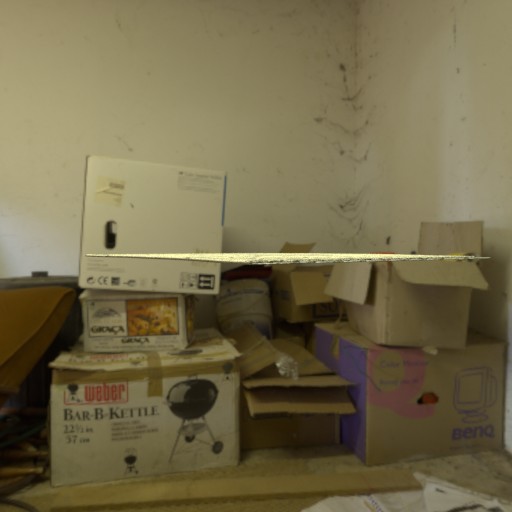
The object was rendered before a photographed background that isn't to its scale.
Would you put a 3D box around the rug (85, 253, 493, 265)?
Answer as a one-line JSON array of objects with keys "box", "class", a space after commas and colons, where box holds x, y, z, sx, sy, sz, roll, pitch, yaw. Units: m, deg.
[{"box": [0.000, 0.000, 3.861, 2.125, 0.028, 3.027, -1, 1, -36], "class": "rug"}]
